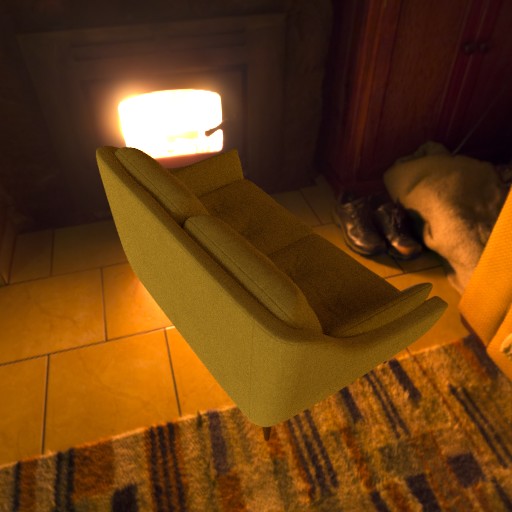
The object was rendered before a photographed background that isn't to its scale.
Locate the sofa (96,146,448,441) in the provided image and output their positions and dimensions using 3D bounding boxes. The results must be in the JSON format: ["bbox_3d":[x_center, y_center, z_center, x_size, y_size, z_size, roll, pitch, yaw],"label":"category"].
[{"bbox_3d":[0.000,0.000,2.269,0.965,0.888,1.652,-26,48,-26],"label":"sofa"}]
